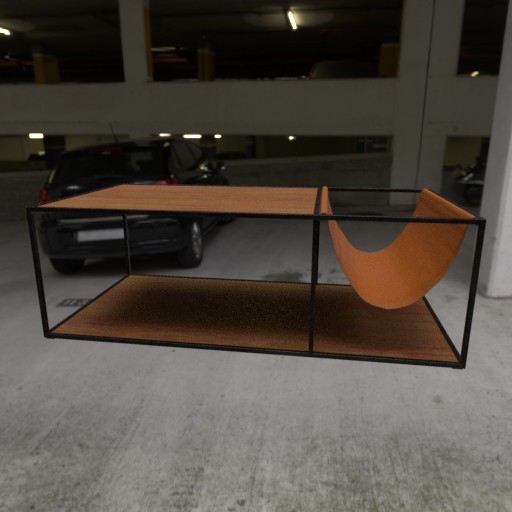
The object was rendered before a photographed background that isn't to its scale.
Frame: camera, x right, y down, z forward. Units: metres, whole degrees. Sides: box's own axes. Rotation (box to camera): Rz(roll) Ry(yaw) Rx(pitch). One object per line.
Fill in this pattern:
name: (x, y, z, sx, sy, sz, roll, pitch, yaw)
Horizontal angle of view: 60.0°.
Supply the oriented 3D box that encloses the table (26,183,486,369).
table: (0.000, 0.000, 1.477, 1.199, 0.403, 0.597, 2, 16, 8)
